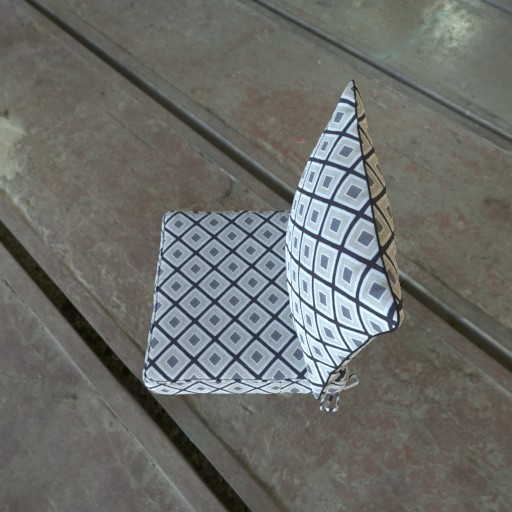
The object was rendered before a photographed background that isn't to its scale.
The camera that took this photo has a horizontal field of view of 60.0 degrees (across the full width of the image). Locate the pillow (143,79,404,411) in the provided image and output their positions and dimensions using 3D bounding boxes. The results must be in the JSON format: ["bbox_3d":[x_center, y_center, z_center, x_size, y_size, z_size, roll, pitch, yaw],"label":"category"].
[{"bbox_3d":[0.000,0.000,1.377,0.733,0.722,0.798,0,59,0],"label":"pillow"}]
